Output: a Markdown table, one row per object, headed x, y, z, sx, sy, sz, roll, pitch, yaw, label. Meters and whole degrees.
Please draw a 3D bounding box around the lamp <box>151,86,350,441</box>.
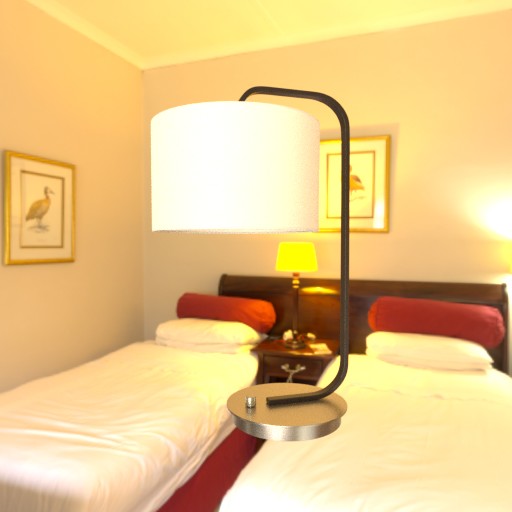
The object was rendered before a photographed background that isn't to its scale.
| x | y | z | sx | sy | sz | roll | pitch | yaw | label |
| --- | --- | --- | --- | --- | --- | --- | --- | --- | --- |
| 0.000 | 0.000 | 0.627 | 0.288 | 0.473 | 0.230 | 0 | 2 | -17 | lamp |
